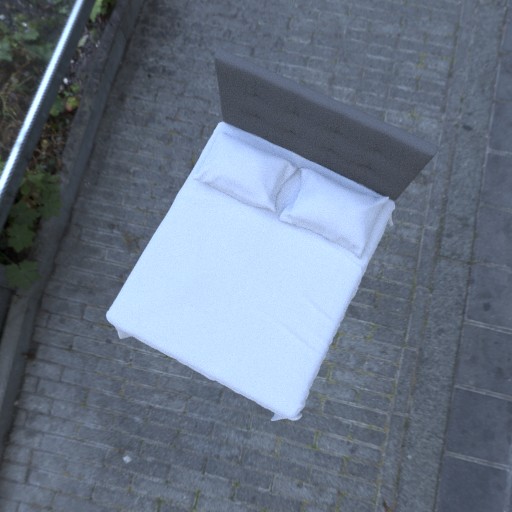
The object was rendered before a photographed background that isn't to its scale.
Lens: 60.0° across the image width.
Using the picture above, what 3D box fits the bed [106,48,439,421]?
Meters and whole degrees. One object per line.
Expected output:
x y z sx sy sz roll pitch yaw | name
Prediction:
0.000 0.000 3.490 1.936 1.577 2.222 27 78 6 | bed
